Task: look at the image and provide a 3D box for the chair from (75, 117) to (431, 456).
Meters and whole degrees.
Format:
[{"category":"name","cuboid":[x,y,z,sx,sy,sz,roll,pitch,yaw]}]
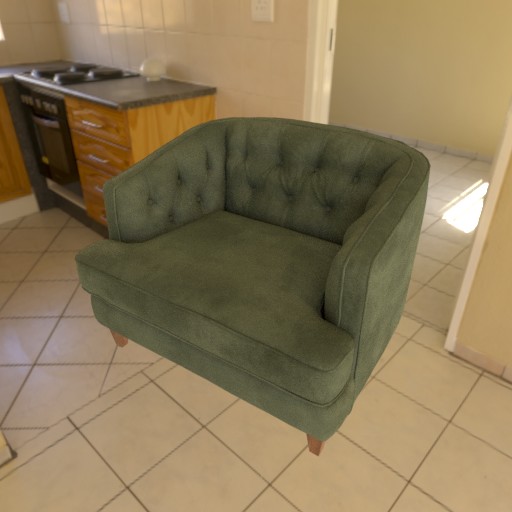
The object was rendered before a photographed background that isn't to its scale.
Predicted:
[{"category":"chair","cuboid":[0.000,0.000,1.747,1.104,0.852,0.941,19,36,28]}]
